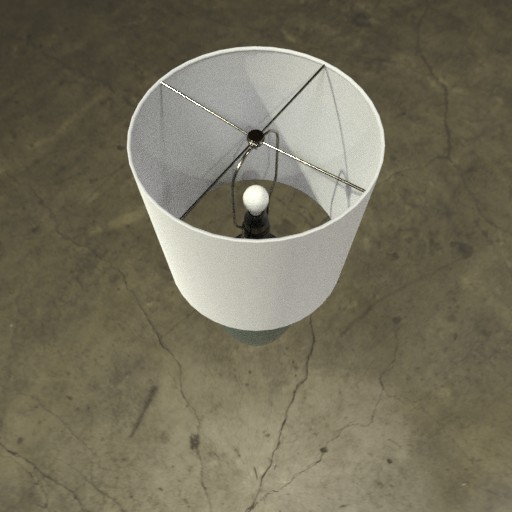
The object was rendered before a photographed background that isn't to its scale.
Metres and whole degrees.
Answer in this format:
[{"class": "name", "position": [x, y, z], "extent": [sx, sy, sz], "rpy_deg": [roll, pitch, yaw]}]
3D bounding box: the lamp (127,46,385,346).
[{"class": "lamp", "position": [0.000, 0.000, 0.575], "extent": [0.217, 0.453, 0.217], "rpy_deg": [32, 67, 16]}]
